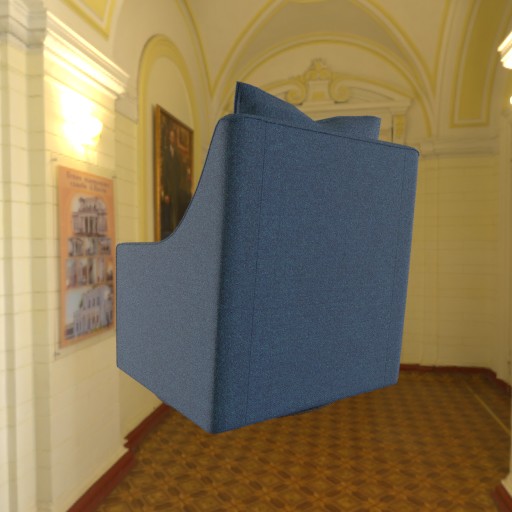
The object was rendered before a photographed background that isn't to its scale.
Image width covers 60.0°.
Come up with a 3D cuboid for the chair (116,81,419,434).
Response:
[{"bbox_3d":[0.000,0.000,1.603,0.750,0.939,0.870,-1,2,-35],"label":"chair"}]
